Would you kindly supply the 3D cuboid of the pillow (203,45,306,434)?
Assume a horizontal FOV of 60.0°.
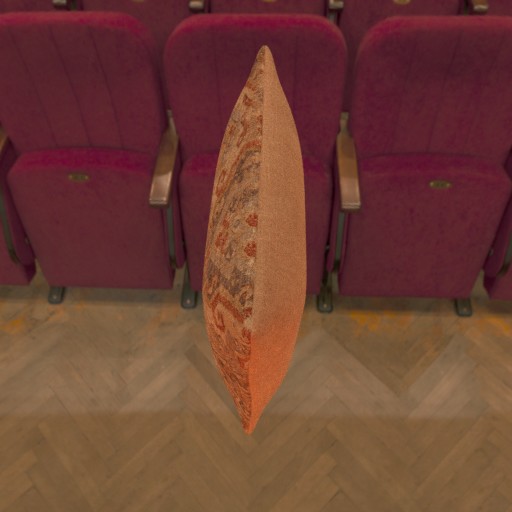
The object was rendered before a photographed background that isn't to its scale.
[{"bbox_3d":[0.000,0.000,0.803,0.166,0.506,0.523,2,57,1],"label":"pillow"}]
